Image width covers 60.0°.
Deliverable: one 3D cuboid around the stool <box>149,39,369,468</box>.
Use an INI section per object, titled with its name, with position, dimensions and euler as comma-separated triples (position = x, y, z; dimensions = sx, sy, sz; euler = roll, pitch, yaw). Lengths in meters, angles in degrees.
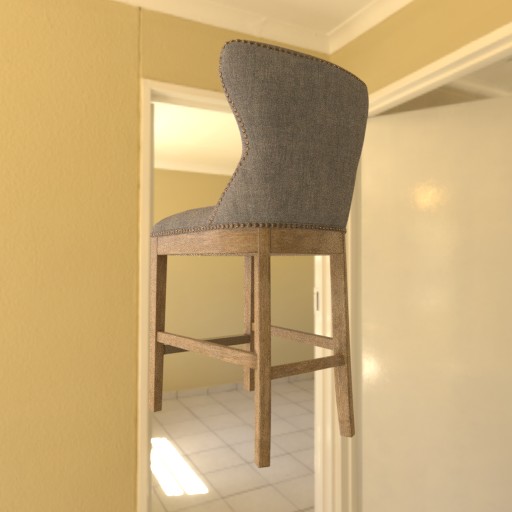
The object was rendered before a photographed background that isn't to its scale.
[stool]
position = 0.000, 0.000, 1.303
dimensions = 0.498, 0.981, 0.608
euler = 1, -1, -37
